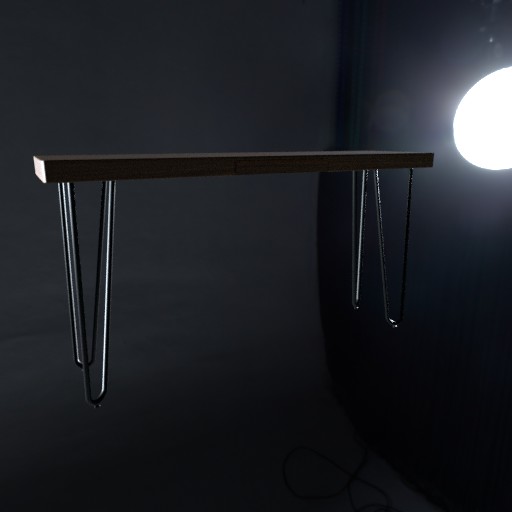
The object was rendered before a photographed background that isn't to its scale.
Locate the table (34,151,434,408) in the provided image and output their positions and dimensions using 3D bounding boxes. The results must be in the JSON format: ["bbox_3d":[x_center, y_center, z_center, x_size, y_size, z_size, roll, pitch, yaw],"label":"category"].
[{"bbox_3d":[0.000,0.000,1.860,1.570,0.834,0.425,-8,17,-28],"label":"table"}]
